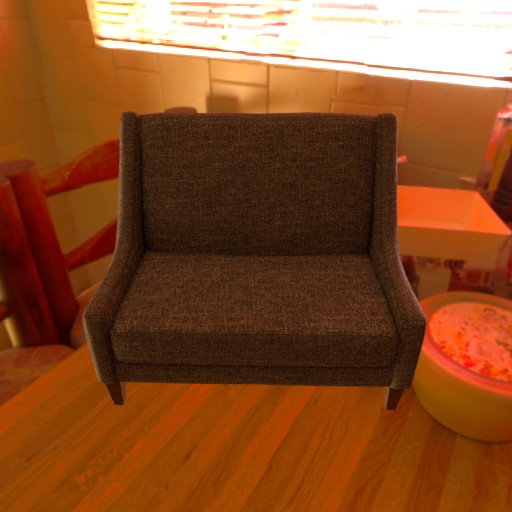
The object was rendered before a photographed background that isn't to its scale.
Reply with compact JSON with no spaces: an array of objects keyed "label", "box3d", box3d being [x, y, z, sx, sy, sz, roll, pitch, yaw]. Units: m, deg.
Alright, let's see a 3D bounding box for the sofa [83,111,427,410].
[{"label":"sofa","box3d":[0.000,0.000,1.894,1.242,1.021,0.870,1,32,1]}]
